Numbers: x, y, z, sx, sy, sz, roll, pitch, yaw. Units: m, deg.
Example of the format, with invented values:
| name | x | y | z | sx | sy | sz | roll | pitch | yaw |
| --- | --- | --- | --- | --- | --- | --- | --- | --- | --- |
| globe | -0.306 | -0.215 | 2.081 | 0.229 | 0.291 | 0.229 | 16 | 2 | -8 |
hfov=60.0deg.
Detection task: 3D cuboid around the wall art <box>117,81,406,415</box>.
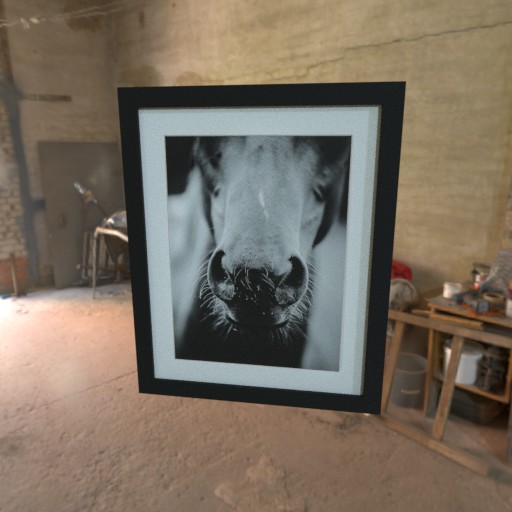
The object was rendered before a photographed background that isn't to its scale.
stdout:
| name | x | y | z | sx | sy | sz | roll | pitch | yaw |
| --- | --- | --- | --- | --- | --- | --- | --- | --- | --- |
| wall art | 0.000 | 0.000 | 0.559 | 0.329 | 0.404 | 0.024 | 2 | 14 | 9 |
